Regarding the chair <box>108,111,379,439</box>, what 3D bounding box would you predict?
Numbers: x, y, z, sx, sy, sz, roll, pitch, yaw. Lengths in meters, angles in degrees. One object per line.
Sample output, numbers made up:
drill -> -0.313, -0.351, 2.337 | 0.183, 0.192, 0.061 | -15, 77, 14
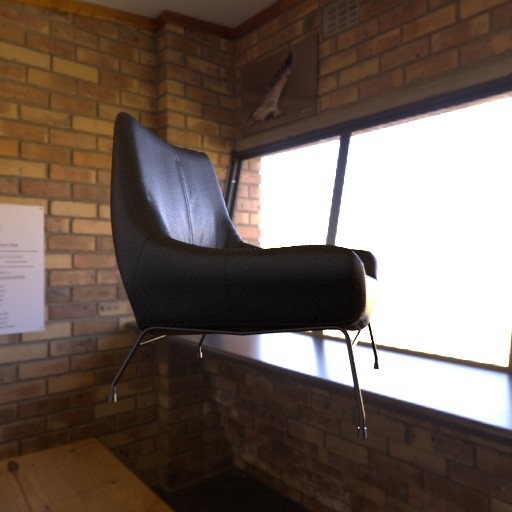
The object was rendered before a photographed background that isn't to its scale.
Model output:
chair -> 0.000, 0.000, 1.594 | 0.826, 0.922, 0.836 | 0, 0, 18
